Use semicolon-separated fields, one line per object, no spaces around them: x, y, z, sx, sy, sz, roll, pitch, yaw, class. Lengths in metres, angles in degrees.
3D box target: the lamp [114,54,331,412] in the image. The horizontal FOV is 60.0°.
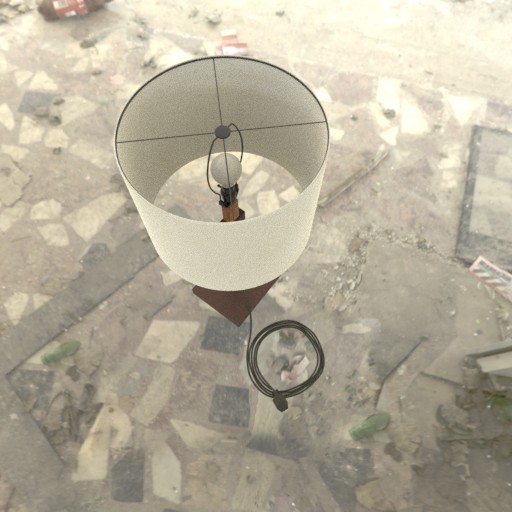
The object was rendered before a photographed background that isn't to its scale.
0.000;0.000;0.999;0.525;0.668;0.396;35;69;15;lamp
